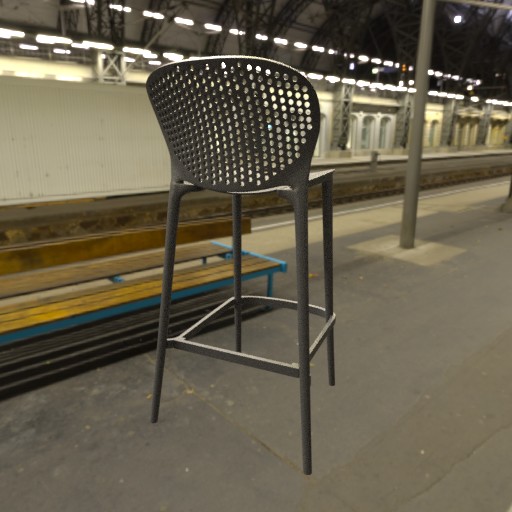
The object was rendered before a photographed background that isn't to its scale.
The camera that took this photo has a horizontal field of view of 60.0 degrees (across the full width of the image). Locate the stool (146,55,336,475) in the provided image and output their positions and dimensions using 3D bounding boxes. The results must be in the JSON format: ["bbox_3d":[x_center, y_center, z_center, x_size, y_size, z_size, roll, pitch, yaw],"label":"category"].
[{"bbox_3d":[0.000,0.000,1.351,0.536,1.045,0.535,7,17,25],"label":"stool"}]
